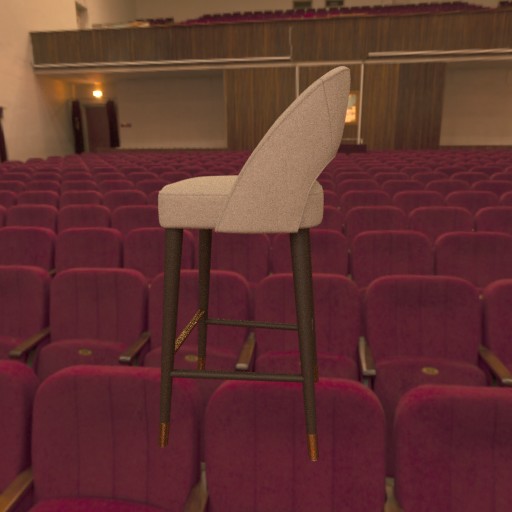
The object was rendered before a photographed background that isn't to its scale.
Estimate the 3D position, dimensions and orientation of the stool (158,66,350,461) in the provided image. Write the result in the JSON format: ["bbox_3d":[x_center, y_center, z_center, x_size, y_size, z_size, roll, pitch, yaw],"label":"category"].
[{"bbox_3d":[0.000,0.000,1.335,0.509,1.037,0.494,2,13,8],"label":"stool"}]
